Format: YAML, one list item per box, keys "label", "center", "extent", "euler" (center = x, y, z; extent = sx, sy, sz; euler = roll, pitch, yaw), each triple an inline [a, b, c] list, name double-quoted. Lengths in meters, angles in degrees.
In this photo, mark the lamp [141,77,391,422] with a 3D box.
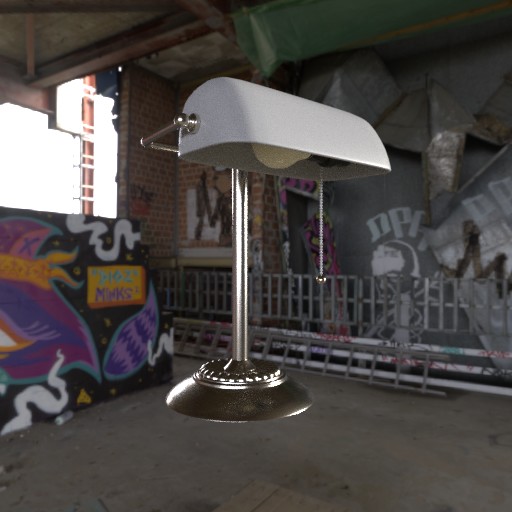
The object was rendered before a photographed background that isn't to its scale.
- label: "lamp"
  center: [0.000, 0.000, 0.514]
  extent: [0.264, 0.339, 0.243]
  euler: [1, -1, -37]
